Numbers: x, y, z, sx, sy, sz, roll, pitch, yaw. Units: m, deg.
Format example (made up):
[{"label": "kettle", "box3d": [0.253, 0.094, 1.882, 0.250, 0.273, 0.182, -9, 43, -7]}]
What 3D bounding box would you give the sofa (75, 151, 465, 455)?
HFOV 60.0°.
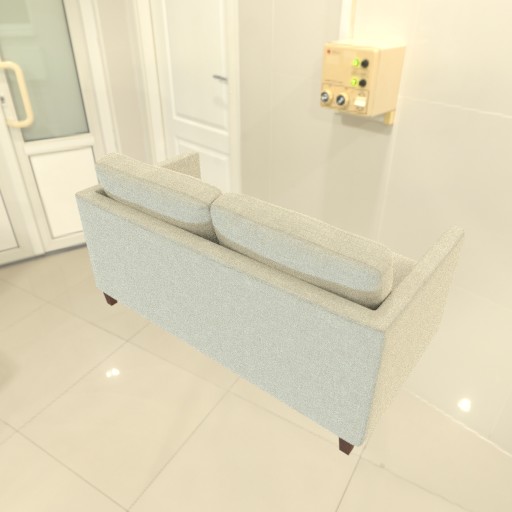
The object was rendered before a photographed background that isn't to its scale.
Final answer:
[{"label": "sofa", "box3d": [0.000, 0.000, 2.409, 1.838, 0.963, 0.950, 23, 39, 32]}]
